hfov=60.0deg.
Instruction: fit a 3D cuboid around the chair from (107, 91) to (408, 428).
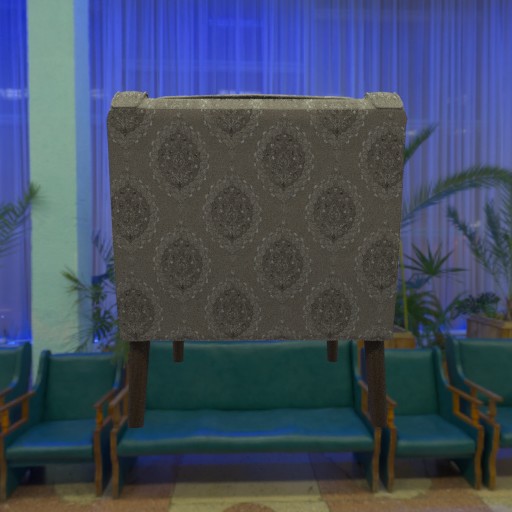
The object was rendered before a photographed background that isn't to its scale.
[{"bbox_3d":[0.000,0.000,1.330,0.665,0.797,0.750,0,1,-1],"label":"chair"}]
